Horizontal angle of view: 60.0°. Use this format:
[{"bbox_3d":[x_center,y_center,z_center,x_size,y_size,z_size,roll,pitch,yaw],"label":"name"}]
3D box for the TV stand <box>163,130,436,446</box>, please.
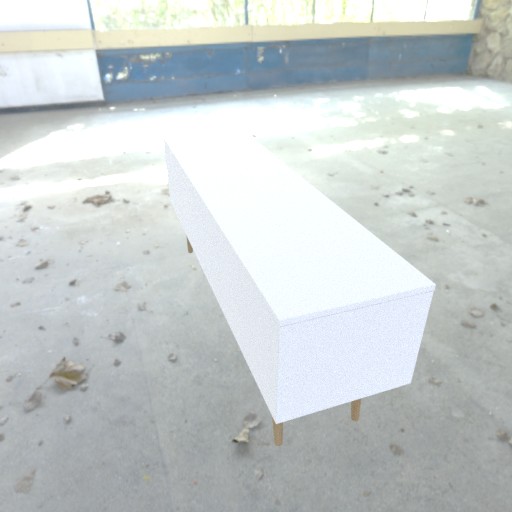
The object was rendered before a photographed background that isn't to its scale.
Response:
[{"bbox_3d":[0.000,0.000,1.657,0.401,0.560,1.398,-10,32,-17],"label":"TV stand"}]
